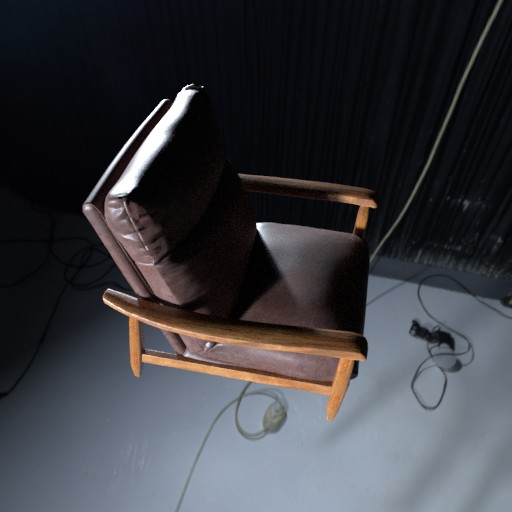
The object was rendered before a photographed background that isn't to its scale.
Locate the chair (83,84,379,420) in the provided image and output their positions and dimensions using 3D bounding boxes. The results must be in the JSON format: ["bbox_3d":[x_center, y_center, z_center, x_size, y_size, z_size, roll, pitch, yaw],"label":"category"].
[{"bbox_3d":[0.000,0.000,1.565,0.830,0.897,0.782,10,48,9],"label":"chair"}]
